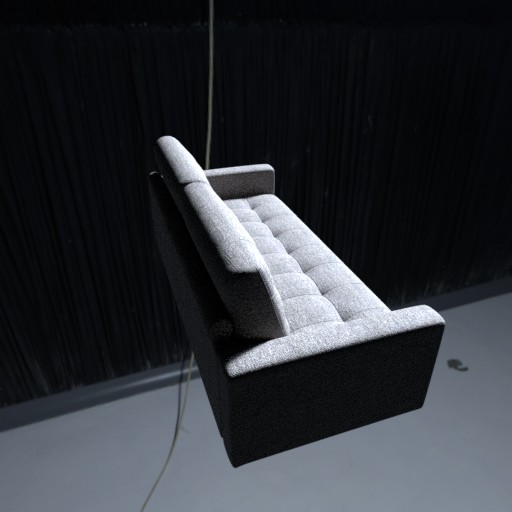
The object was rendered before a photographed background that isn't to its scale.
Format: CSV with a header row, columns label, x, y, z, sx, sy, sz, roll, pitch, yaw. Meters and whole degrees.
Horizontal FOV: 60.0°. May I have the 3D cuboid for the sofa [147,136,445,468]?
label,x,y,z,sx,sy,sz,roll,pitch,yaw
sofa,0.000,0.000,2.289,0.863,0.902,1.821,-10,32,-17
